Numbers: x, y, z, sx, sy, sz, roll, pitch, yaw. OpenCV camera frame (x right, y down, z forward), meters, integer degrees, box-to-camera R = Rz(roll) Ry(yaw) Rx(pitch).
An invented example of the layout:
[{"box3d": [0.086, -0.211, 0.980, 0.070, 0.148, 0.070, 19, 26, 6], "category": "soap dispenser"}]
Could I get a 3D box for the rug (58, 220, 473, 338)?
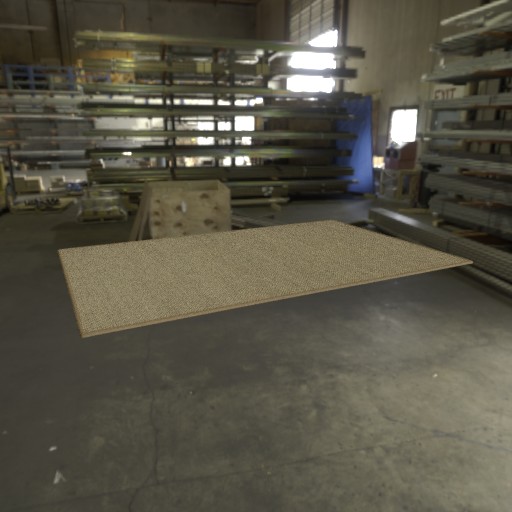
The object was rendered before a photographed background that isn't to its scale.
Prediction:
[{"box3d": [0.000, 0.000, 2.095, 1.667, 0.013, 1.062, -8, 18, -26], "category": "rug"}]
